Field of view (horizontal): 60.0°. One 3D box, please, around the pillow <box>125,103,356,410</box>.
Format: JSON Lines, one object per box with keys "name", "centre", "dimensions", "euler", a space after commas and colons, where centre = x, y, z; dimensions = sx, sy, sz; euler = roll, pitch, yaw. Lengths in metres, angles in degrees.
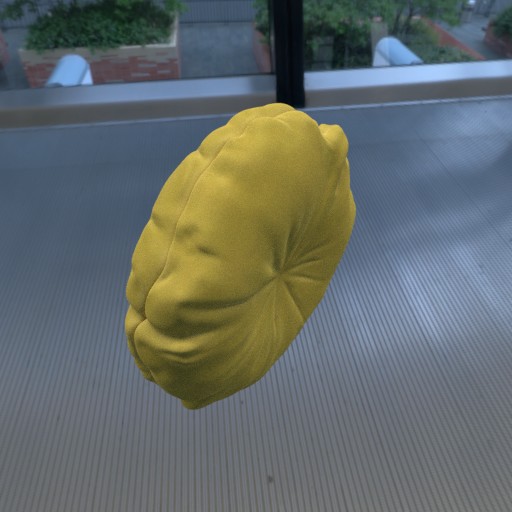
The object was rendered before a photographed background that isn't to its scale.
{"name": "pillow", "centre": [0.000, 0.000, 0.625], "dimensions": [0.148, 0.407, 0.428], "euler": [28, 49, 27]}
